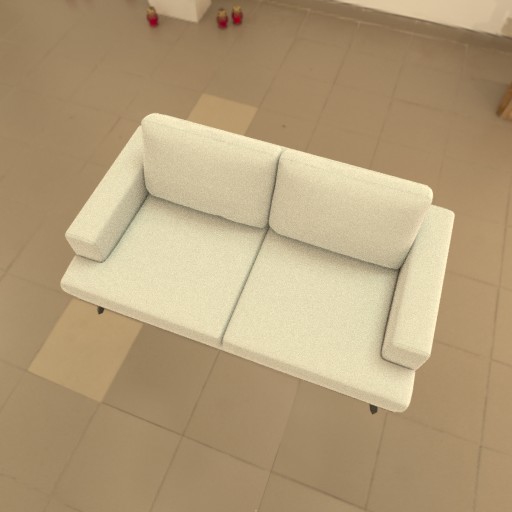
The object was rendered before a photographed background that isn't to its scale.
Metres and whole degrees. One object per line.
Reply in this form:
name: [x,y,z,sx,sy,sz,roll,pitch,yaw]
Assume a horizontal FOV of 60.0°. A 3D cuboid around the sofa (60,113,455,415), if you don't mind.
sofa: [0.000,0.000,2.122,1.650,0.810,0.920,18,62,10]
